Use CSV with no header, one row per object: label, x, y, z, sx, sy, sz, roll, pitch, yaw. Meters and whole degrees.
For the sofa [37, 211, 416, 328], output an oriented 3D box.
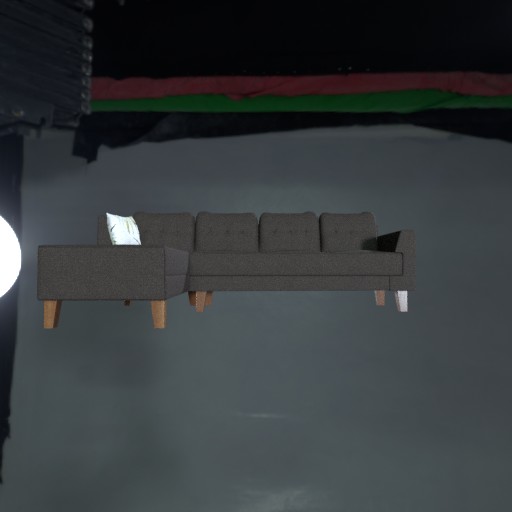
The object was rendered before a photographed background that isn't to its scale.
sofa,0.000,0.000,3.585,2.679,0.932,1.829,0,-2,0
